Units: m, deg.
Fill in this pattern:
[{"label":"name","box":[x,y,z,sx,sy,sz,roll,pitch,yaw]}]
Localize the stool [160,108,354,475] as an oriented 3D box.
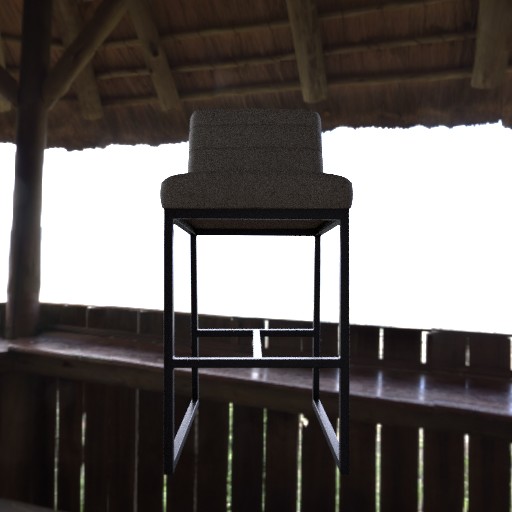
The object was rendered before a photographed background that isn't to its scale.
[{"label":"stool","box":[0.000,0.000,1.306,0.459,1.034,0.571,0,0,0]}]
